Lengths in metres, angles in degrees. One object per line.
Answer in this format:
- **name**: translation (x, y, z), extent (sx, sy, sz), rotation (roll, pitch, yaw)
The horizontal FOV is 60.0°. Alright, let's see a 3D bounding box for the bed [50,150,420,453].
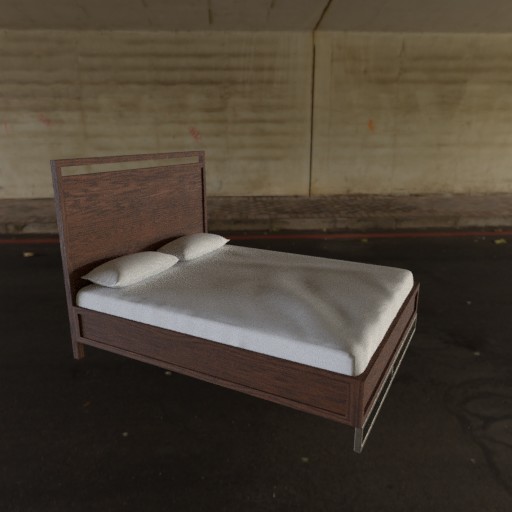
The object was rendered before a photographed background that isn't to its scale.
- **bed**: translation (0.000, 0.000, 3.438), extent (2.218, 1.487, 1.765), rotation (8, 18, 27)
